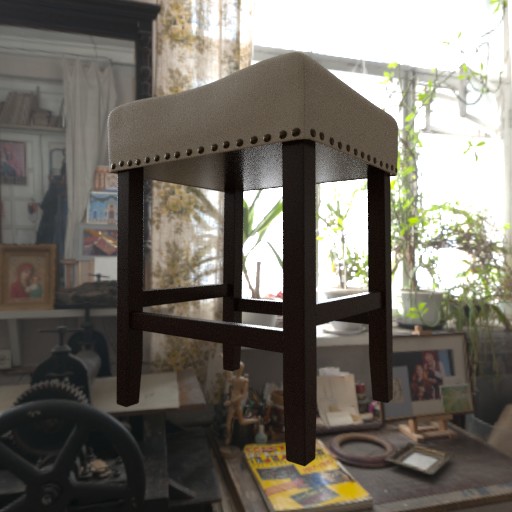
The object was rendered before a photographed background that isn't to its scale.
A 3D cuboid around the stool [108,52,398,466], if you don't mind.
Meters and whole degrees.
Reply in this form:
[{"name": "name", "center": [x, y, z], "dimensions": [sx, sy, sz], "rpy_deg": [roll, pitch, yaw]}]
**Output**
[{"name": "stool", "center": [0.000, 0.000, 0.924], "dimensions": [0.471, 0.609, 0.401], "rpy_deg": [0, 0, 36]}]
